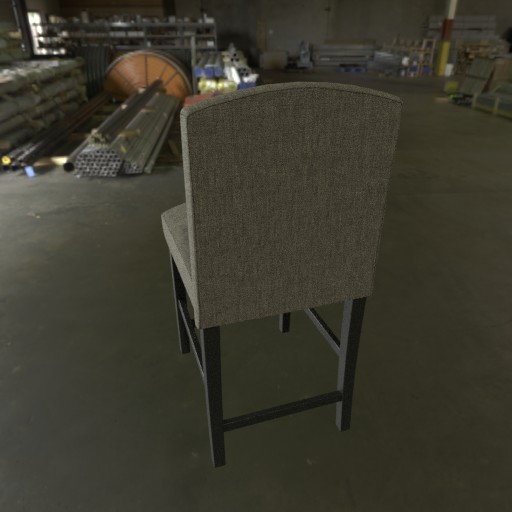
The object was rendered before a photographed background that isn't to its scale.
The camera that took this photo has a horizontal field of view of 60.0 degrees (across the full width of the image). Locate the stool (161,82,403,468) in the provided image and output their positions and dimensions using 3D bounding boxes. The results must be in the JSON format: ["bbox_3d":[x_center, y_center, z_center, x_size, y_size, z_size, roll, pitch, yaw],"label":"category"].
[{"bbox_3d":[0.000,0.000,1.246,0.451,0.966,0.552,-9,29,-16],"label":"stool"}]
